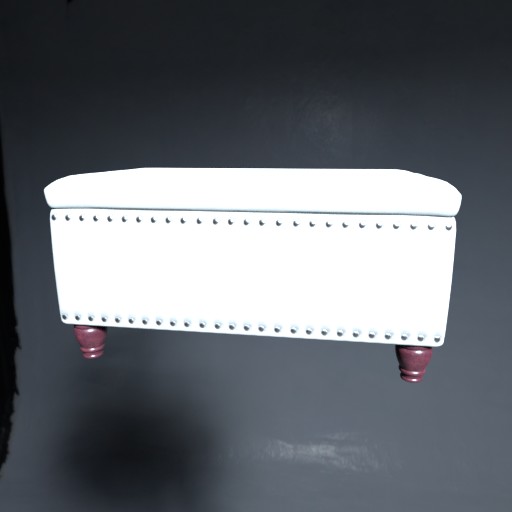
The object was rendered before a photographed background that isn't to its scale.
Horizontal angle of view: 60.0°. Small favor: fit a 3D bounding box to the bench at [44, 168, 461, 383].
[{"bbox_3d":[0.000,0.000,1.201,0.887,0.449,0.500,2,14,8],"label":"bench"}]
